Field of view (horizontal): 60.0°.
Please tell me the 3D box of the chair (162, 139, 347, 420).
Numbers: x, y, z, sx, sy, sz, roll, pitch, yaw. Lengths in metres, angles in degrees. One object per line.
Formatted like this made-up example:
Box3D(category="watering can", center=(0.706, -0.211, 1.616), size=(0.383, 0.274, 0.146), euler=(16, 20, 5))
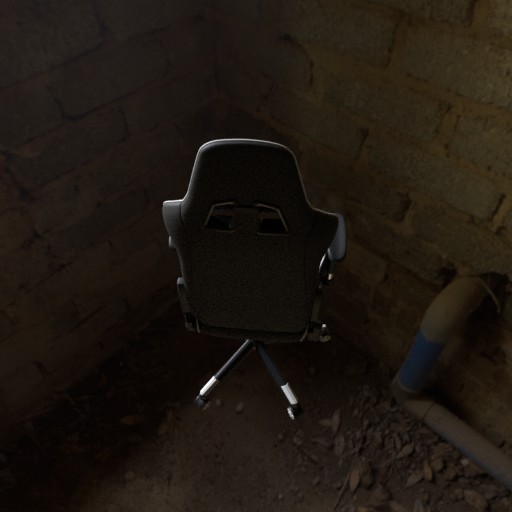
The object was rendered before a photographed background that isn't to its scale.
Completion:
Box3D(category="chair", center=(0.000, 0.000, 1.642), size=(0.700, 1.240, 0.700), euler=(4, 47, 4))
